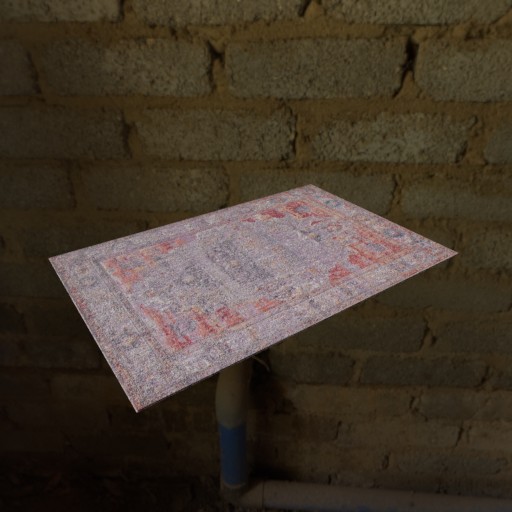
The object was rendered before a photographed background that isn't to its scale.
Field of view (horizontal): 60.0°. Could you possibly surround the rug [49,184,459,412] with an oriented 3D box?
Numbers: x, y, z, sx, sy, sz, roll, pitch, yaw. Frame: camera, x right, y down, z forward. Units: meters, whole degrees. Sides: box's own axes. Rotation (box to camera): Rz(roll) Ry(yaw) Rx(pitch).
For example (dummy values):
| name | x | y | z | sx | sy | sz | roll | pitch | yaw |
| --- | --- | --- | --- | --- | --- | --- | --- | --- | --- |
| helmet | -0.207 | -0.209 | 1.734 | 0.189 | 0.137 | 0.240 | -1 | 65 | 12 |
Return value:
| name | x | y | z | sx | sy | sz | roll | pitch | yaw |
| --- | --- | --- | --- | --- | --- | --- | --- | --- | --- |
| rug | 0.000 | 0.000 | 2.369 | 1.829 | 0.005 | 1.219 | -20 | 36 | -29 |
